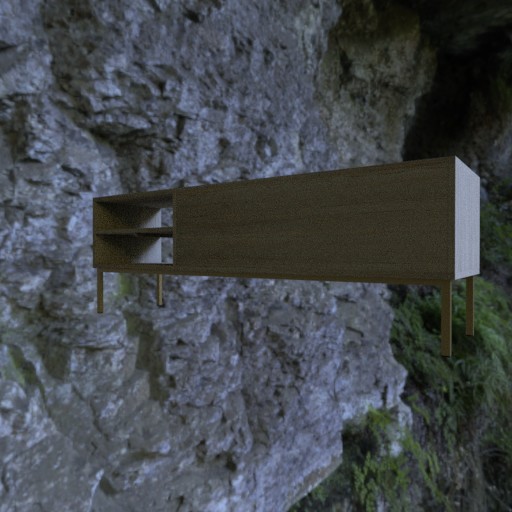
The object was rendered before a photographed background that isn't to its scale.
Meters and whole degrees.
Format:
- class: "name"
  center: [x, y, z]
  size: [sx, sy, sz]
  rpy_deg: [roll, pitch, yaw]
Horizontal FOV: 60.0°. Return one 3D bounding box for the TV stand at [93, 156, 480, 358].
- class: "TV stand"
  center: [0.000, 0.000, 1.825]
  size: [1.600, 0.550, 0.420]
  rpy_deg: [0, 1, 35]
